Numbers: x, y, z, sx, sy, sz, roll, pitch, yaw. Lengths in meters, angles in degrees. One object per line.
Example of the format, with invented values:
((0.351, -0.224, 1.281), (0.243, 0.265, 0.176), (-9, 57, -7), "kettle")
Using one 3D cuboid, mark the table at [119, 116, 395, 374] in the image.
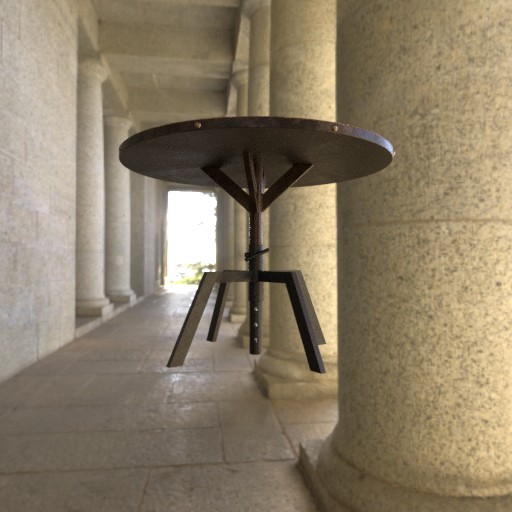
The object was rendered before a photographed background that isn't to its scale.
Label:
((0.000, 0.000, 1.493), (0.885, 0.658, 0.885), (0, -1, 0), "table")
